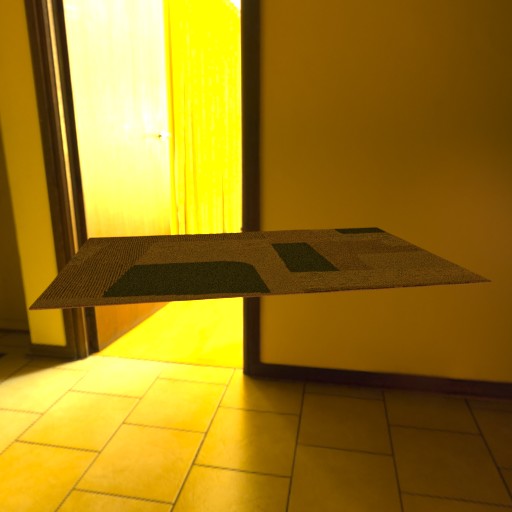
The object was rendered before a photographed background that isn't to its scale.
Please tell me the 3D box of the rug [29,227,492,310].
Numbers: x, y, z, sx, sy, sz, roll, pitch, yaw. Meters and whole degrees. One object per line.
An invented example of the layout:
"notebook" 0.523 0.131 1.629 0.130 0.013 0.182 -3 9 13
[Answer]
"rug" 0.000 0.000 3.007 2.436 0.015 1.521 -3 16 -9
